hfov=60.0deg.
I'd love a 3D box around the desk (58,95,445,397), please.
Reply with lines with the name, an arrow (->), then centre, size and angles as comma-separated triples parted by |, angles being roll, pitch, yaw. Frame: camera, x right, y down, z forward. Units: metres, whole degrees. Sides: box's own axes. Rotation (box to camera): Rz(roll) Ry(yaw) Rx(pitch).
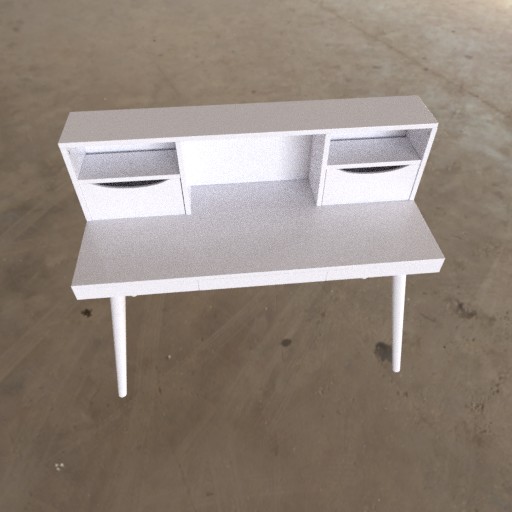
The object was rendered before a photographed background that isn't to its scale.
desk -> 0.000, 0.000, 1.704 | 1.199, 0.990, 0.559 | -4, 47, -4
